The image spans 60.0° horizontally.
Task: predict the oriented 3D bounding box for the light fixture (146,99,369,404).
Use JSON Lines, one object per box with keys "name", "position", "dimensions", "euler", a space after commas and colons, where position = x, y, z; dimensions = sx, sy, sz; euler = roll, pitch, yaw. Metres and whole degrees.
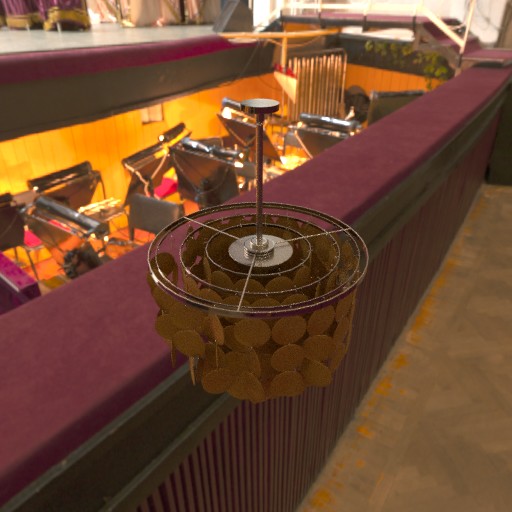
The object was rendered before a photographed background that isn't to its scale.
{"name": "light fixture", "position": [0.000, 0.000, 0.736], "dimensions": [0.368, 0.492, 0.368], "euler": [0, 31, 0]}
